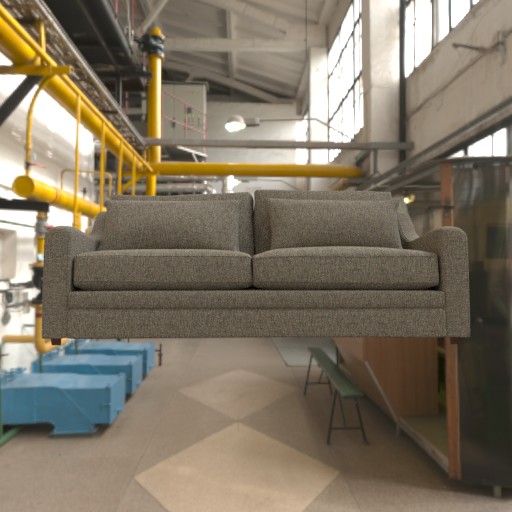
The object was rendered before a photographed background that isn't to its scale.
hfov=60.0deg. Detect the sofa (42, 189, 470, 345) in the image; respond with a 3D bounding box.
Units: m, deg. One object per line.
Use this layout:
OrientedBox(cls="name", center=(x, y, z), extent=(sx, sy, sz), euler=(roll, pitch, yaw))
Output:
OrientedBox(cls="sofa", center=(0.000, 0.000, 2.957), extent=(2.418, 0.998, 1.103), euler=(0, -1, -1))
